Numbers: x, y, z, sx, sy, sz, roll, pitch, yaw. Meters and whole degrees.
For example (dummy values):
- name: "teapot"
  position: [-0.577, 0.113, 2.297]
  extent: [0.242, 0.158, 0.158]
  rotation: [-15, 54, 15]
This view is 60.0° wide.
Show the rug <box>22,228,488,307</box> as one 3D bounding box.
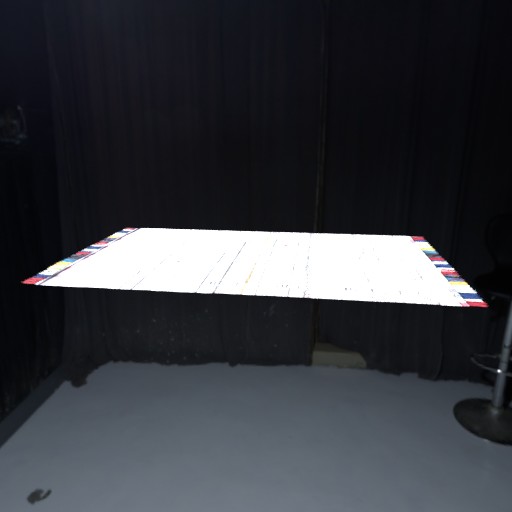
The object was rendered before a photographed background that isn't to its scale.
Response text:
- name: "rug"
  position: [0.000, 0.000, 2.956]
  extent: [2.465, 0.012, 1.465]
  rotation: [2, 16, 7]
